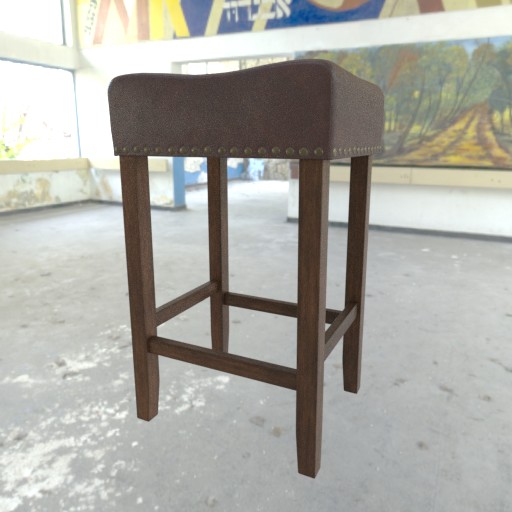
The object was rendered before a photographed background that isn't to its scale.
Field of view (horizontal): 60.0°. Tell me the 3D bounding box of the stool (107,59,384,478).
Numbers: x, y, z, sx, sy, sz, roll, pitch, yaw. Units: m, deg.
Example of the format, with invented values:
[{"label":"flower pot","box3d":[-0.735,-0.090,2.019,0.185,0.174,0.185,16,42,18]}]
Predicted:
[{"label":"stool","box3d":[0.000,0.000,1.027,0.465,0.769,0.401,7,16,25]}]
